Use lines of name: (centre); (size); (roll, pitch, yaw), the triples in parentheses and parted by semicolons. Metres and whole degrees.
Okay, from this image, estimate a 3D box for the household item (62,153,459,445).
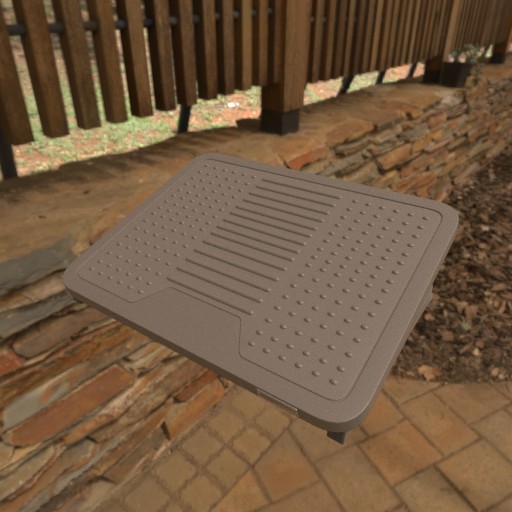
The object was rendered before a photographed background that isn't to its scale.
household item: (0.000, 0.000, 0.531); (0.390, 0.126, 0.301); (19, 35, 30)
